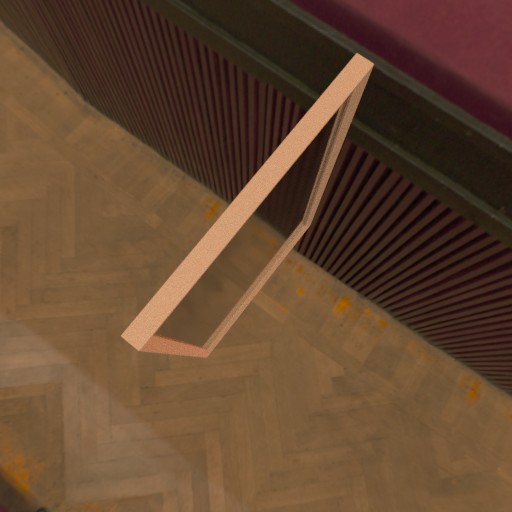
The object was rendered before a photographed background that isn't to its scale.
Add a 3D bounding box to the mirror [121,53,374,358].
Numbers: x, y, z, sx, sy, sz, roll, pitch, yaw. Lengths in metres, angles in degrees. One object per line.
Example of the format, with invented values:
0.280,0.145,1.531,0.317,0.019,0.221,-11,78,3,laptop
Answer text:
0.000,0.000,1.150,0.041,0.915,0.609,37,79,8,mirror
